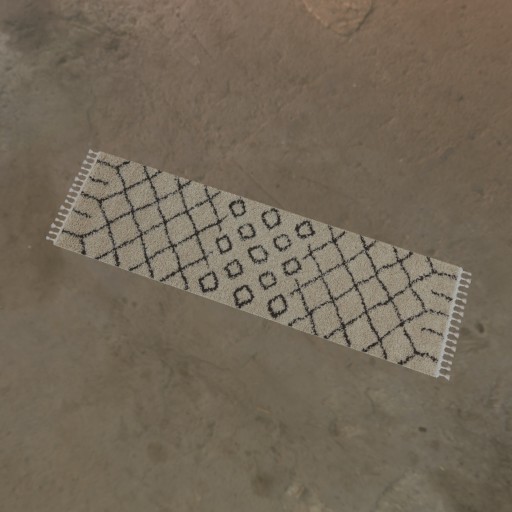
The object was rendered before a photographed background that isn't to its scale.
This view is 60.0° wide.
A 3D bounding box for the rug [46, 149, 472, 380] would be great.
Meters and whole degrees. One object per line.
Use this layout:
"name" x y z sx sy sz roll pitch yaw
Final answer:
"rug" 0.000 0.000 2.624 2.464 0.005 0.660 18 75 5
